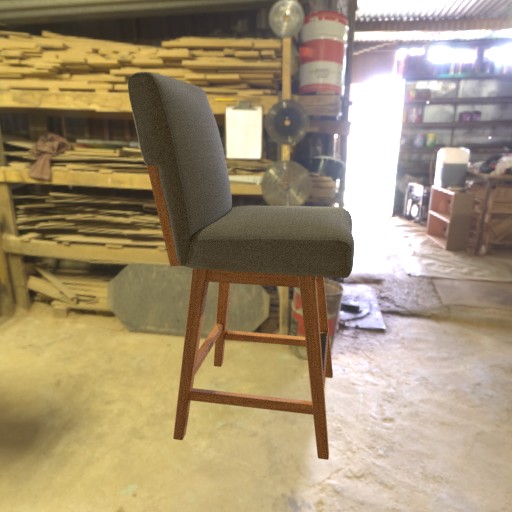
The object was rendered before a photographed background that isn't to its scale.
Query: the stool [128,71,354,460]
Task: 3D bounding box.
[{"bbox_3d":[0.000,0.000,1.346,0.570,1.019,0.459,3,16,11],"label":"stool"}]
